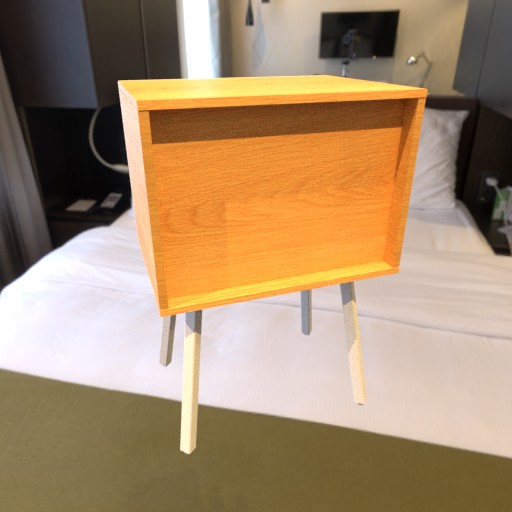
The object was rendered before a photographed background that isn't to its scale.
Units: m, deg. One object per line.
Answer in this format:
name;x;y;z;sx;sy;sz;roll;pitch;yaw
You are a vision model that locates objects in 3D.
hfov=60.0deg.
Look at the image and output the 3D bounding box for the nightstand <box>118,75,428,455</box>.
nightstand;0.000;0.000;0.828;0.400;0.601;0.316;-9;27;-18
